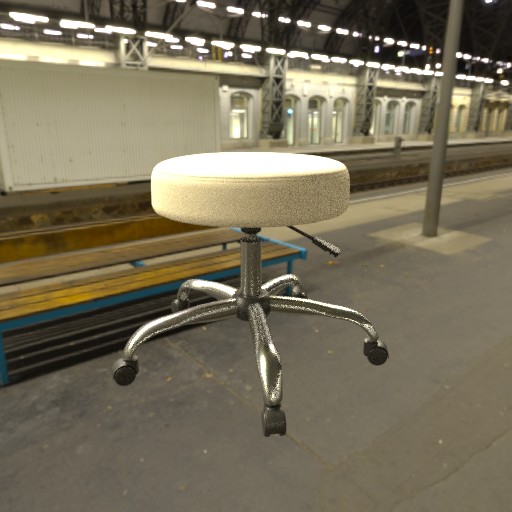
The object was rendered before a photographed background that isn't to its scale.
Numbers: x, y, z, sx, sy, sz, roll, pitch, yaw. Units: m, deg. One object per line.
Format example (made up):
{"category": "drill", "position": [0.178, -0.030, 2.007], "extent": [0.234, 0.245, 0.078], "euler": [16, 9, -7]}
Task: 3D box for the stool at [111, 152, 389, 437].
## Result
{"category": "stool", "position": [0.000, 0.000, 1.058], "extent": [0.634, 0.482, 0.614], "euler": [9, 19, 27]}
